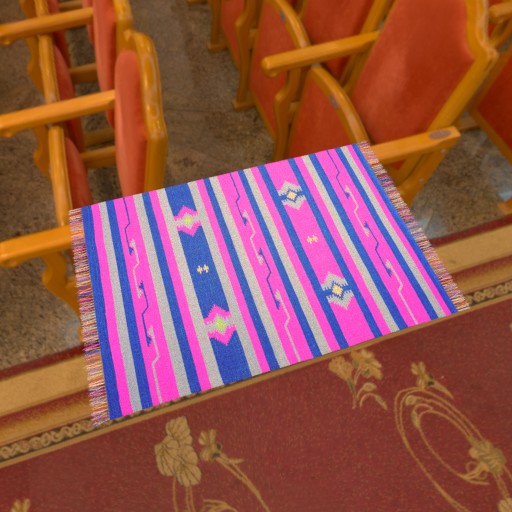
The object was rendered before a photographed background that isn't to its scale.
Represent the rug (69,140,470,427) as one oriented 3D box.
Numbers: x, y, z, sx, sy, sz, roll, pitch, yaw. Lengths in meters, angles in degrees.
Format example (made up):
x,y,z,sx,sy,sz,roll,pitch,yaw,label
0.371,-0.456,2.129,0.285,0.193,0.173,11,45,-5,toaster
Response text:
x,y,z,sx,sy,sz,roll,pitch,yaw,label
0.000,0.000,2.950,2.350,0.013,1.539,-15,59,-9,rug
